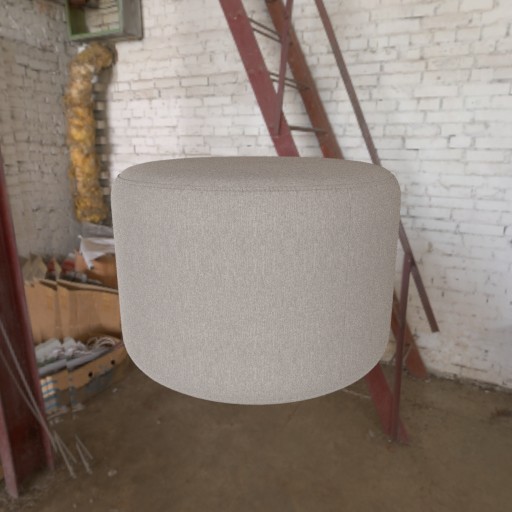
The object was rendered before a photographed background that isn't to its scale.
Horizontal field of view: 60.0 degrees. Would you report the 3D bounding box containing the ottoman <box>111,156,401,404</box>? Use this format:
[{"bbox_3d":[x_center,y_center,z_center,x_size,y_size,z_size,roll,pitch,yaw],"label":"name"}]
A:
[{"bbox_3d":[0.000,0.000,1.010,0.608,0.433,0.608,0,15,0],"label":"ottoman"}]
